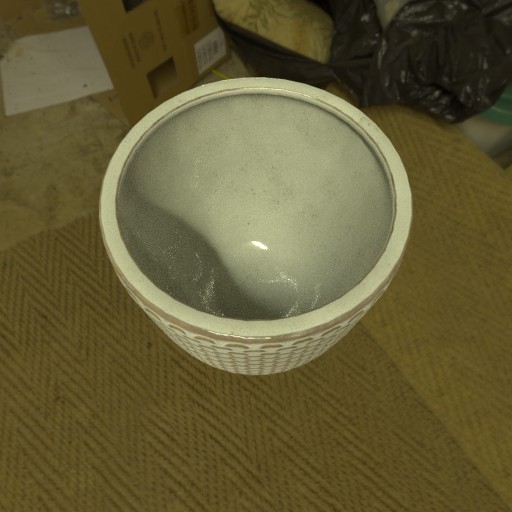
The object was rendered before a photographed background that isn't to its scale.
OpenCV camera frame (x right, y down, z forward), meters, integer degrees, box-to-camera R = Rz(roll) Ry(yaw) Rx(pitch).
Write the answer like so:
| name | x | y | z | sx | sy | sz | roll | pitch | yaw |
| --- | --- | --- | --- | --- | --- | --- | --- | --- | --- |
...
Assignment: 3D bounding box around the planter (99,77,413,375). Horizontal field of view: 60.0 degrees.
| name | x | y | z | sx | sy | sz | roll | pitch | yaw |
| --- | --- | --- | --- | --- | --- | --- | --- | --- | --- |
| planter | 0.000 | 0.000 | 0.359 | 0.197 | 0.191 | 0.197 | 0 | 63 | 0 |
